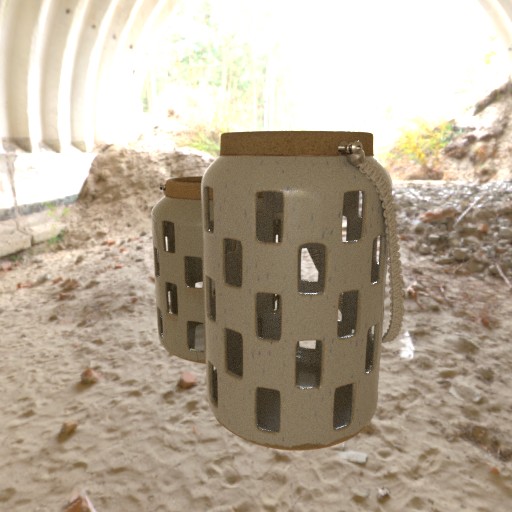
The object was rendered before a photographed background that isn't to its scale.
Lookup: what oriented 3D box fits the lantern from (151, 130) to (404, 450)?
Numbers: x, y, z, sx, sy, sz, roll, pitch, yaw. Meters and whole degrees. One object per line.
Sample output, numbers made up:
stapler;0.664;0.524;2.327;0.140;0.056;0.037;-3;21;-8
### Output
lantern;0.000;0.000;0.489;0.184;0.255;0.347;-7;15;-26
